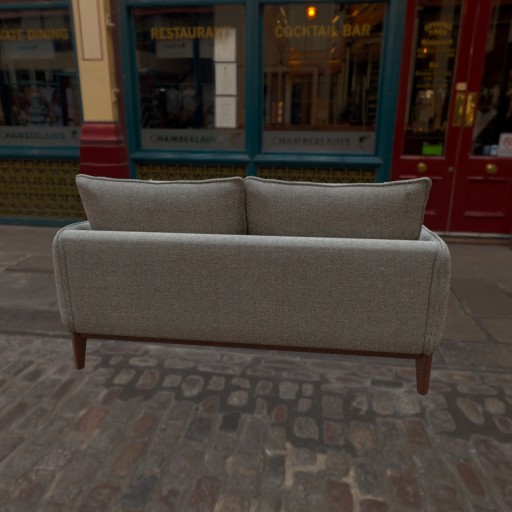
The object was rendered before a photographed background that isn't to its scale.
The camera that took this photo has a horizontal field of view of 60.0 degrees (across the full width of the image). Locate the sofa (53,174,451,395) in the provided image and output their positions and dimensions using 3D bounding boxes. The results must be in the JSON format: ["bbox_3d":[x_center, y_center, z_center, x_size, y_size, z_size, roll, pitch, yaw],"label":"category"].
[{"bbox_3d":[0.000,0.000,2.155,1.580,0.851,0.972,2,16,7],"label":"sofa"}]
